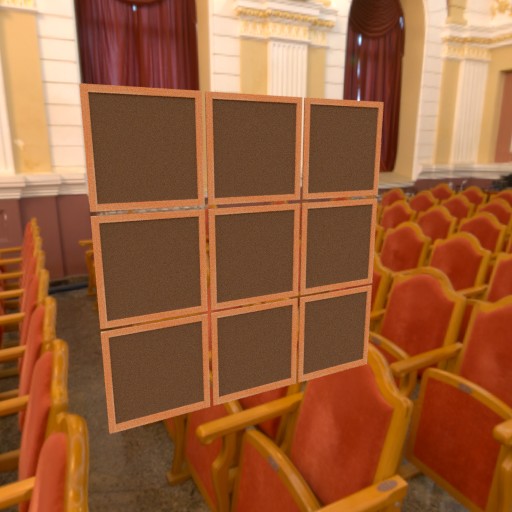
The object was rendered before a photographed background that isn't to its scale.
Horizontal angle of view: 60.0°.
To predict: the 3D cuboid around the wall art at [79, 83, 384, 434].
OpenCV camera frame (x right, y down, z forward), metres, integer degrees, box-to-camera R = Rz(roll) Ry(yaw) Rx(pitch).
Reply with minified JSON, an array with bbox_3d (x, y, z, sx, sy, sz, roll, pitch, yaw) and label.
[{"bbox_3d":[0.000,0.000,2.211,1.520,1.525,0.013,-7,15,-26],"label":"wall art"}]
